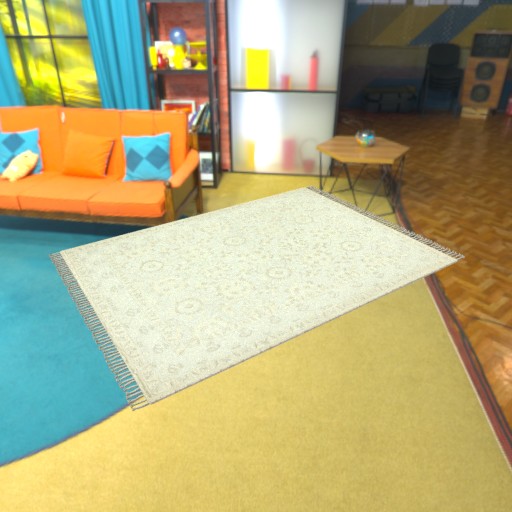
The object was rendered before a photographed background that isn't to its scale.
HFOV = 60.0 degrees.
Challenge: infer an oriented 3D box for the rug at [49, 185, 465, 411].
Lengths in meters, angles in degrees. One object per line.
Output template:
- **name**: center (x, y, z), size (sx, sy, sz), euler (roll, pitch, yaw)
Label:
- **rug**: center (0.000, 0.000, 2.288), size (1.771, 0.015, 1.223), euler (-19, 35, -29)
